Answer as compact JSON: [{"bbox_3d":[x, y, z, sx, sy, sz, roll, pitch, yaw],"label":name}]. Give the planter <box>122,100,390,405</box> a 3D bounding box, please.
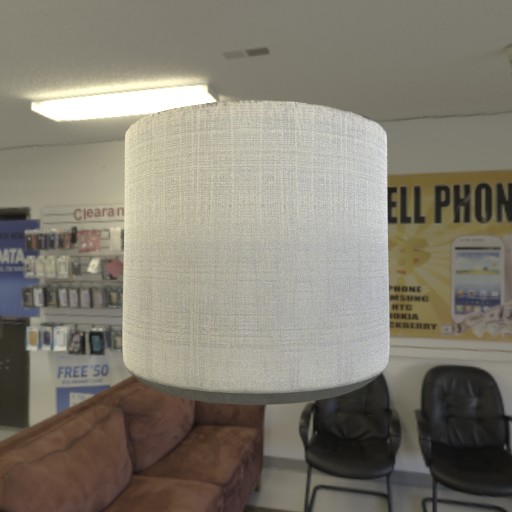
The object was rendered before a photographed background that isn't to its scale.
[{"bbox_3d":[0.000,0.000,0.391,0.226,0.201,0.226,0,0,0],"label":"planter"}]
